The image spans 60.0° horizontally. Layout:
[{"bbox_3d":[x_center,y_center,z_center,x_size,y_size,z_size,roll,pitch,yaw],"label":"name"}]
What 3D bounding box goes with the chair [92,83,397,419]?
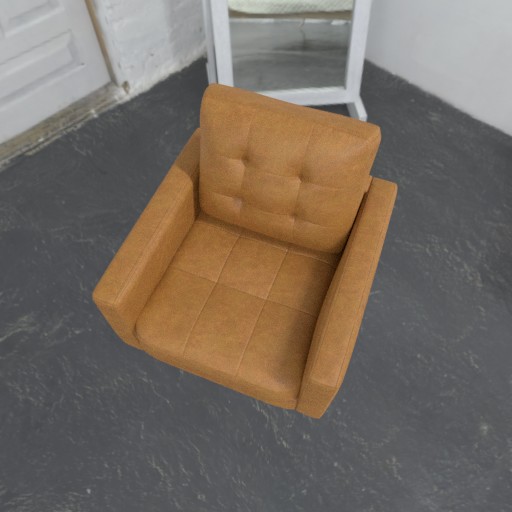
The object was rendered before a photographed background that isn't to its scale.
[{"bbox_3d":[0.000,0.000,1.606,0.831,0.896,0.868,18,61,11],"label":"chair"}]
